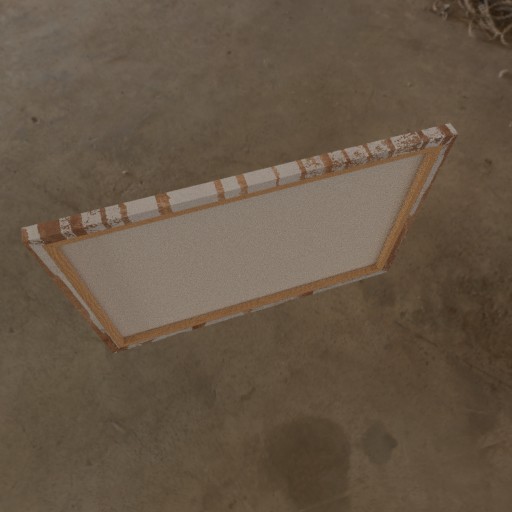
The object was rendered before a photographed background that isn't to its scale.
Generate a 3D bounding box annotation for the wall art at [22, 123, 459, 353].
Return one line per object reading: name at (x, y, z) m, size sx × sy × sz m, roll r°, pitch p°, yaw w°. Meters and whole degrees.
wall art at (0.000, 0.000, 1.156) m, size 0.914 × 0.609 × 0.035 m, roll -16°, pitch 60°, yaw -9°
